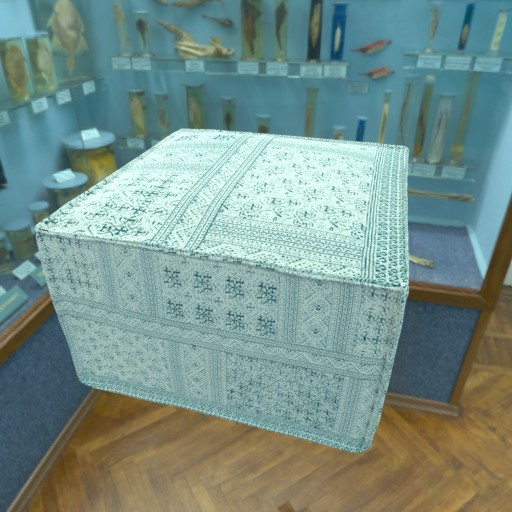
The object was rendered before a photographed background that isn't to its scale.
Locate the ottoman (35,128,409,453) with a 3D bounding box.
[{"bbox_3d":[0.000,0.000,1.019,0.617,0.439,0.626,9,33,14],"label":"ottoman"}]
